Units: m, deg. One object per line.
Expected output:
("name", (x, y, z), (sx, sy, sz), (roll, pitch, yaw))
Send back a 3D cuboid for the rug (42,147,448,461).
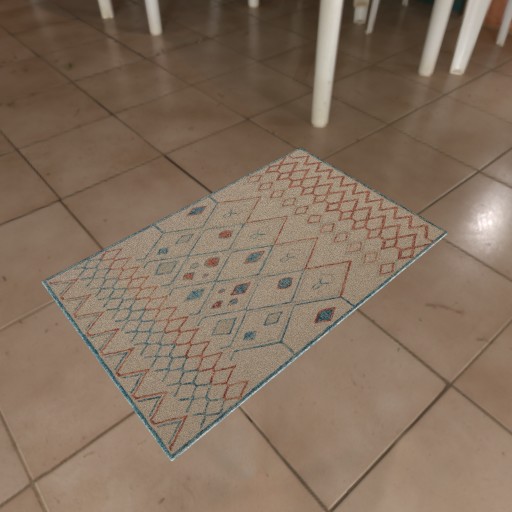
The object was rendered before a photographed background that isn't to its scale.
("rug", (0.000, 0.000, 3.096), (2.438, 0.015, 1.524), (-33, 54, -27))
